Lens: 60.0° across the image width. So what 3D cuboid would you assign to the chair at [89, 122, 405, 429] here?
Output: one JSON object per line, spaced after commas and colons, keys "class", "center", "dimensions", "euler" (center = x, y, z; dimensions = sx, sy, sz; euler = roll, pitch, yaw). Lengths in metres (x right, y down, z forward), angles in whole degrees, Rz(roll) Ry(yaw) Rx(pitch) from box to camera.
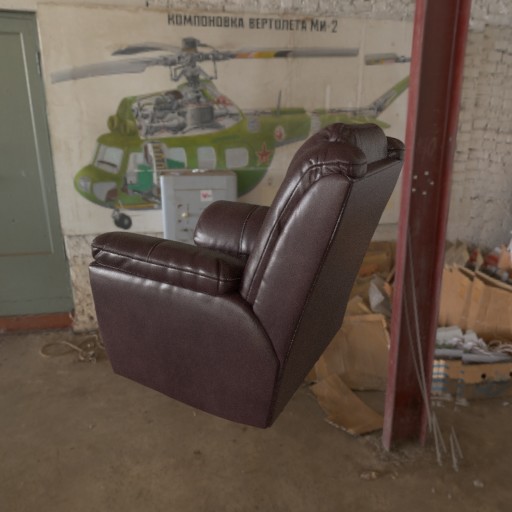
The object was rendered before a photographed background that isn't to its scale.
{"class": "chair", "center": [0.000, 0.000, 1.901], "dimensions": [1.041, 1.093, 0.990], "euler": [8, 18, 25]}
